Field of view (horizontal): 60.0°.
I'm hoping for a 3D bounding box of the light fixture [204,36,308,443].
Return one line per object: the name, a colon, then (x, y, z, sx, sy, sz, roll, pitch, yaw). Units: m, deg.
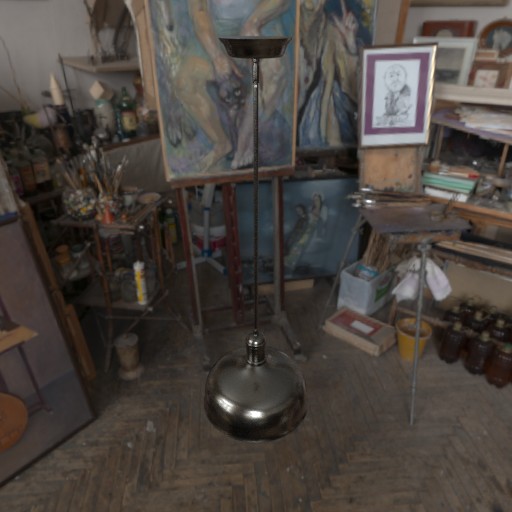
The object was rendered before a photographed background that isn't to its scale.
light fixture: (0.000, 0.000, 1.057, 0.299, 0.935, 0.299, 0, 28, 1)
